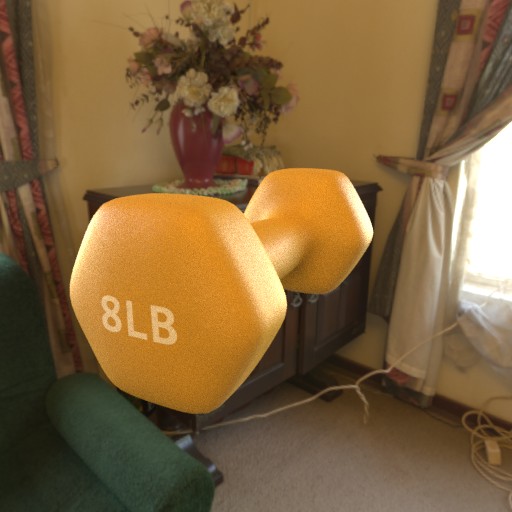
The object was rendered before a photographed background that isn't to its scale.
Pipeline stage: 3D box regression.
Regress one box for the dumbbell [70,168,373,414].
[{"bbox_3d":[0.000,0.000,0.237,0.090,0.082,0.190,8,17,26],"label":"dumbbell"}]
